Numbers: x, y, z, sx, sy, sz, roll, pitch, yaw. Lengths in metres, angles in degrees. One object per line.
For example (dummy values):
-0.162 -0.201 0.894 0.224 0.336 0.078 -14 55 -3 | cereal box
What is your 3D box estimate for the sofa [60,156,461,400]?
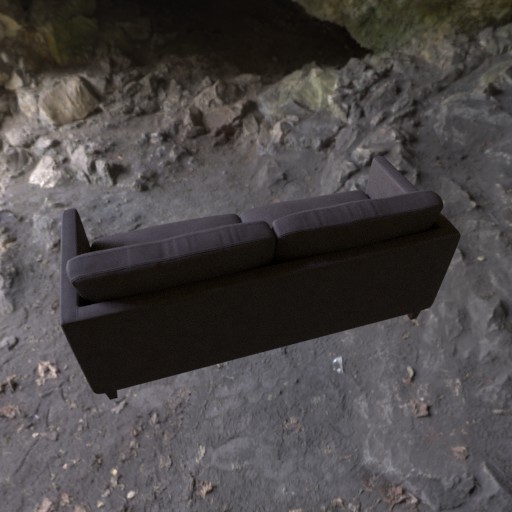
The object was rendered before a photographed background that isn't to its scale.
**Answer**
0.000 0.000 2.789 2.208 0.965 0.951 -12 44 -13 | sofa
